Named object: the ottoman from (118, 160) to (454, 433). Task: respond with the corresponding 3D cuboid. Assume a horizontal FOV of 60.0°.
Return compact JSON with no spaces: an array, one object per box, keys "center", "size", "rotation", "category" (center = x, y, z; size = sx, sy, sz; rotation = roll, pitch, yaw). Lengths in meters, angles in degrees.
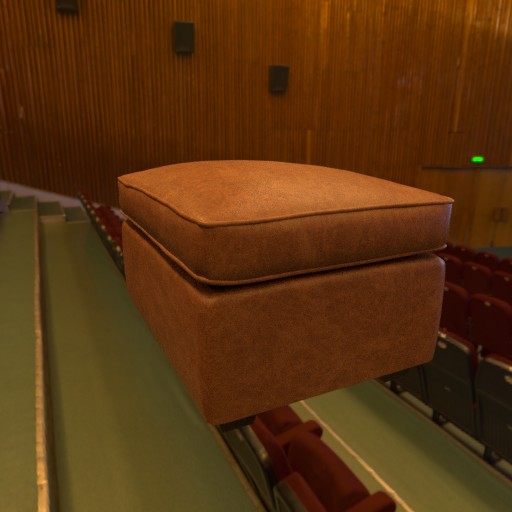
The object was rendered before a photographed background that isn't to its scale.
[{"center":[0.000,0.000,1.133],"size":[0.554,0.468,0.756],"rotation":[-8,18,-25],"category":"ottoman"}]
